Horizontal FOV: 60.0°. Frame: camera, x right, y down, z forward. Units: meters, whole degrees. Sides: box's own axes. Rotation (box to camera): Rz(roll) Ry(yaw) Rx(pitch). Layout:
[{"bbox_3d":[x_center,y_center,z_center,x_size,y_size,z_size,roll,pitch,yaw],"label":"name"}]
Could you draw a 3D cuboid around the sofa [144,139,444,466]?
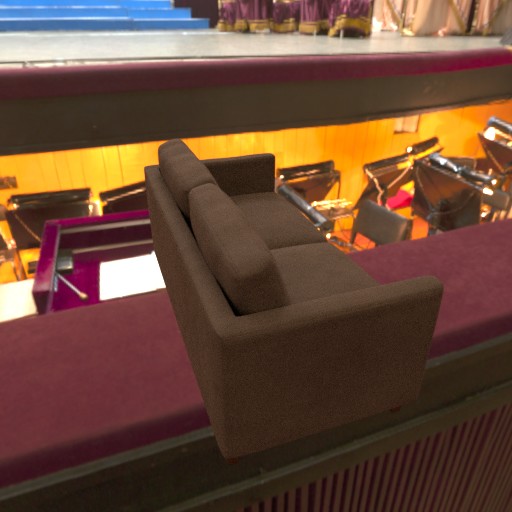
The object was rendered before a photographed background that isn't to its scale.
[{"bbox_3d":[0.000,0.000,2.463,0.950,0.963,1.884,-10,31,-17],"label":"sofa"}]
